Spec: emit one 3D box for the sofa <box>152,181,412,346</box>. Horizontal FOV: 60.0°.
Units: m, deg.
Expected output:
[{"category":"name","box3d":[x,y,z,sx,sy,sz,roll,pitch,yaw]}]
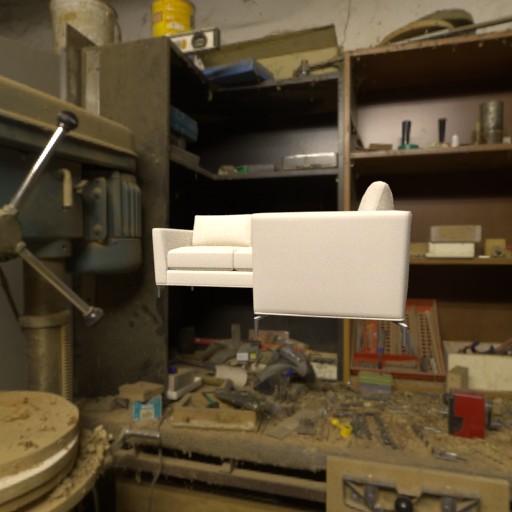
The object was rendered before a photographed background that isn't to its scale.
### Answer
[{"category":"sofa","box3d":[0.000,0.000,3.747,2.430,0.867,2.448,0,1,18]}]
